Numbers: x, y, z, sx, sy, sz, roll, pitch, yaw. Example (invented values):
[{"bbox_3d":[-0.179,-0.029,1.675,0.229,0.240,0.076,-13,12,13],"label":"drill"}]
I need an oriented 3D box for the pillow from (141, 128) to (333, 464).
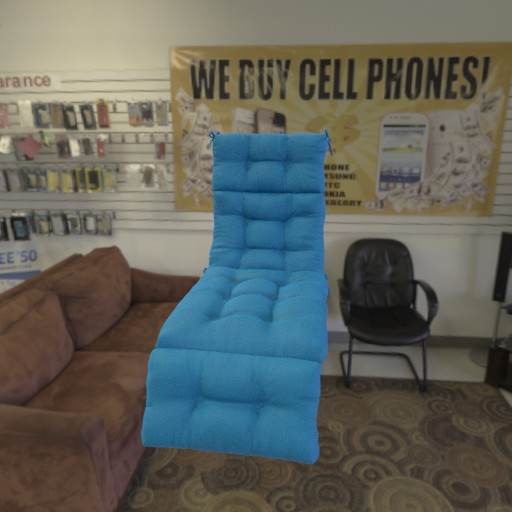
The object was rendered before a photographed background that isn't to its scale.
[{"bbox_3d":[0.000,0.000,1.535,0.526,0.863,1.016,2,16,8],"label":"pillow"}]
